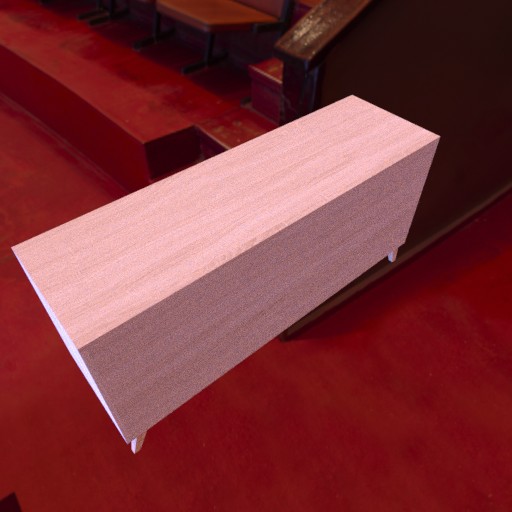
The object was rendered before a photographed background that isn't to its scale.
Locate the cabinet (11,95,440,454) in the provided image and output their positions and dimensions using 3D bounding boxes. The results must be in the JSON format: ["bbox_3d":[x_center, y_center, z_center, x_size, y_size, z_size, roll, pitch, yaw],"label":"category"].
[{"bbox_3d":[0.000,0.000,1.951,1.649,0.780,0.500,-31,53,-27],"label":"cabinet"}]
